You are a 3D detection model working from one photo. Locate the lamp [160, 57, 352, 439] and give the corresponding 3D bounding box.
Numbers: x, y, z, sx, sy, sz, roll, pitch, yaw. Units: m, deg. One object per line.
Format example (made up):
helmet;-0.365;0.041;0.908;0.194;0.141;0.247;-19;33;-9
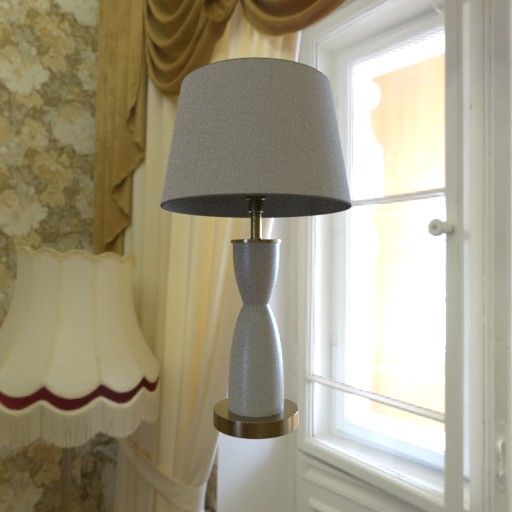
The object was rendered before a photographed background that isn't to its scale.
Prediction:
lamp;0.000;0.000;0.729;0.309;0.545;0.309;0;-1;0
